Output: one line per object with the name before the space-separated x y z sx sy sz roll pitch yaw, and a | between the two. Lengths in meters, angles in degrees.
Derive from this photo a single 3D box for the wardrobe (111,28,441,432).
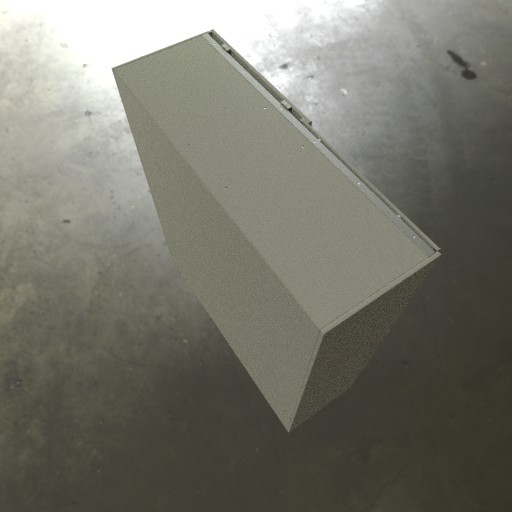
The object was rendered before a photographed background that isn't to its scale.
wardrobe | 0.000 0.000 2.865 0.629 1.960 1.780 -30 63 -17
